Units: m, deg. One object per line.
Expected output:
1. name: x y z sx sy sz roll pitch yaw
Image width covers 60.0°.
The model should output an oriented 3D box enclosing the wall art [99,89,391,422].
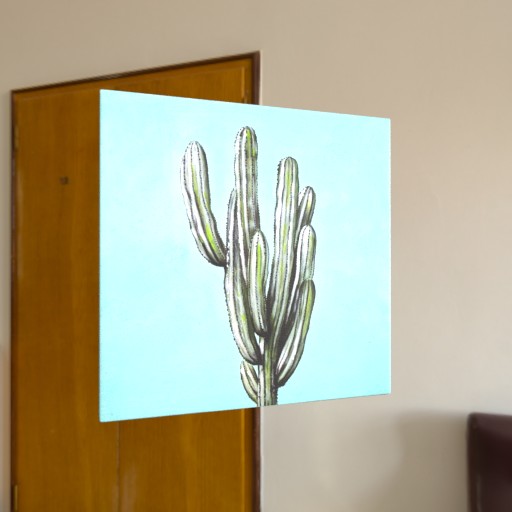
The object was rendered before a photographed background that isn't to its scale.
1. wall art: 0.000 0.000 1.149 0.765 0.766 0.054 0 0 -17
